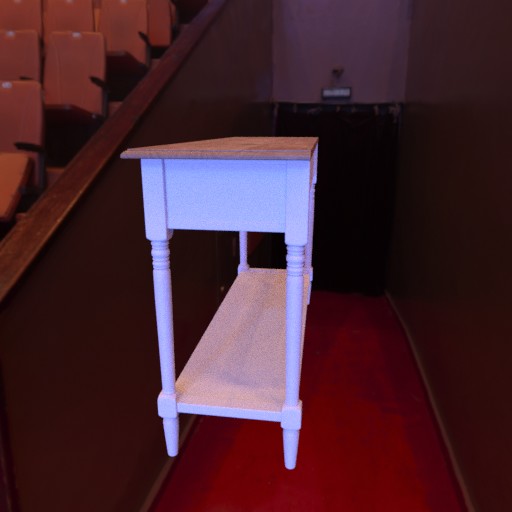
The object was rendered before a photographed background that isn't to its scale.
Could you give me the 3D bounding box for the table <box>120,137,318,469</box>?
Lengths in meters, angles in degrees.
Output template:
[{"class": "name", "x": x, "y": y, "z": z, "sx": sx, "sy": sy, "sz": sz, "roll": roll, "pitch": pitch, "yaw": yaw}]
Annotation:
[{"class": "table", "x": 0.000, "y": 0.000, "z": 1.593, "sx": 0.399, "sy": 0.800, "sz": 1.219, "roll": 2, "pitch": 16, "yaw": 8}]
